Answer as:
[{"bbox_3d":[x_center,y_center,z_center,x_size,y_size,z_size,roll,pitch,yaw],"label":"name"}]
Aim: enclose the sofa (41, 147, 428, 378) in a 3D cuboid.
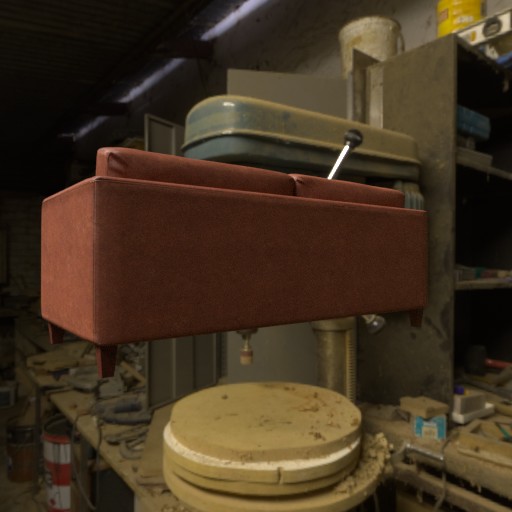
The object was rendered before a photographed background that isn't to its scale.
[{"bbox_3d":[0.000,0.000,2.658,2.204,0.932,0.950,0,0,-37],"label":"sofa"}]
